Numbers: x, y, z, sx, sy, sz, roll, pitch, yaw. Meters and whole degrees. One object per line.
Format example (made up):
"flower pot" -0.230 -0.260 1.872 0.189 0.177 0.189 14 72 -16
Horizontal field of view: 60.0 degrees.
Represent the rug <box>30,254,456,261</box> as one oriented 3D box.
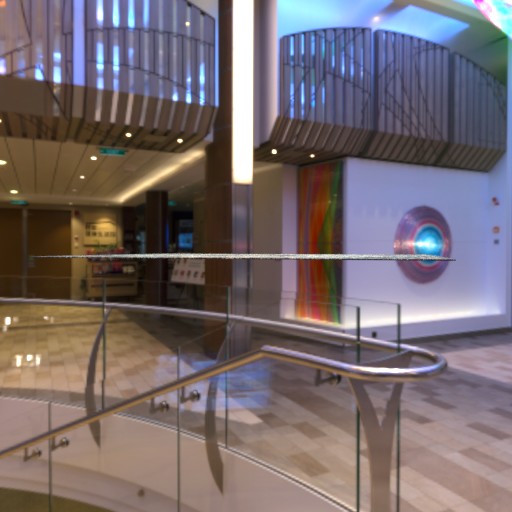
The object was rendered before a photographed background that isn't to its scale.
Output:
"rug" 0.000 0.000 2.373 1.828 0.005 1.219 0 1 18
